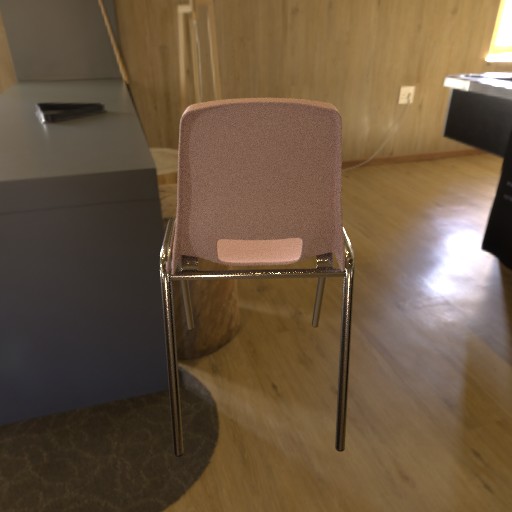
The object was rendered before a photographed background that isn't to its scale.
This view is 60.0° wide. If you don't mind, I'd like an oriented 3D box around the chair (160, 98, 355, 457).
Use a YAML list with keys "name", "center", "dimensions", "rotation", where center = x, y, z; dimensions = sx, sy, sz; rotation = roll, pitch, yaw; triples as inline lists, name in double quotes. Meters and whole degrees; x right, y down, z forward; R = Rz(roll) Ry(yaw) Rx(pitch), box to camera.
- name: "chair"
  center: [0.000, 0.000, 0.935]
  dimensions: [0.381, 0.704, 0.436]
  rotation: [-1, 29, -2]
